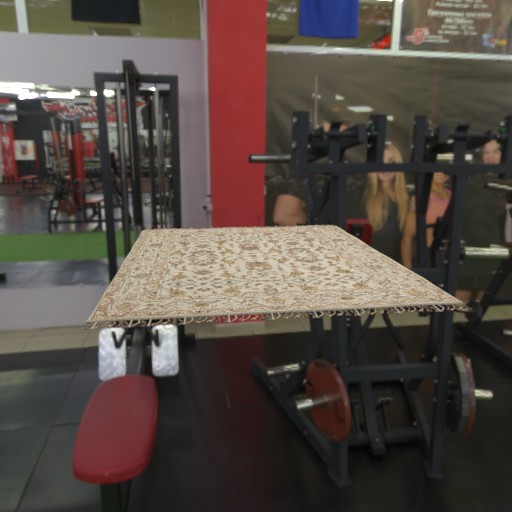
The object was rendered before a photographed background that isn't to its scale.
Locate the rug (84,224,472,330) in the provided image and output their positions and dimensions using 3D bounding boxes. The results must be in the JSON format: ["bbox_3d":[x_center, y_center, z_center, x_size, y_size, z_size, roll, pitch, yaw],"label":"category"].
[{"bbox_3d":[0.000,0.000,4.154,2.426,0.034,3.061,-2,15,-7],"label":"rug"}]
